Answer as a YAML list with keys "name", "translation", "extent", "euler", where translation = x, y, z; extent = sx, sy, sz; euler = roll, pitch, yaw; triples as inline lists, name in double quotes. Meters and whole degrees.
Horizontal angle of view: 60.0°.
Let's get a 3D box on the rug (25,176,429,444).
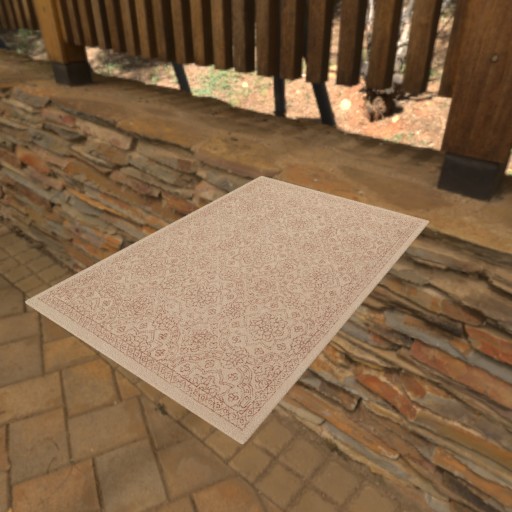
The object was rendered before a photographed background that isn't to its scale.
- name: "rug"
  translation: [0.000, 0.000, 2.294]
  extent: [1.219, 0.010, 1.829]
  euler: [21, 38, 30]
